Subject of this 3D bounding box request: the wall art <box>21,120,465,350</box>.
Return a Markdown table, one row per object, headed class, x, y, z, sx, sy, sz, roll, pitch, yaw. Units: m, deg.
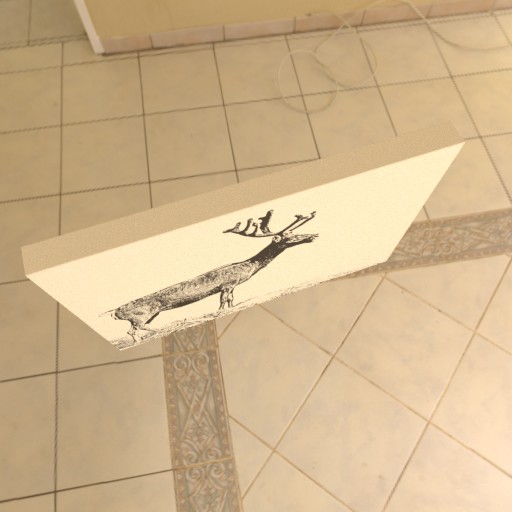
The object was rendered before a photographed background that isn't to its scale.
| class | x | y | z | sx | sy | sz | roll | pitch | yaw |
| --- | --- | --- | --- | --- | --- | --- | --- | --- | --- |
| wall art | 0.000 | 0.000 | 0.776 | 0.608 | 0.414 | 0.042 | -18 | 67 | -8 |
